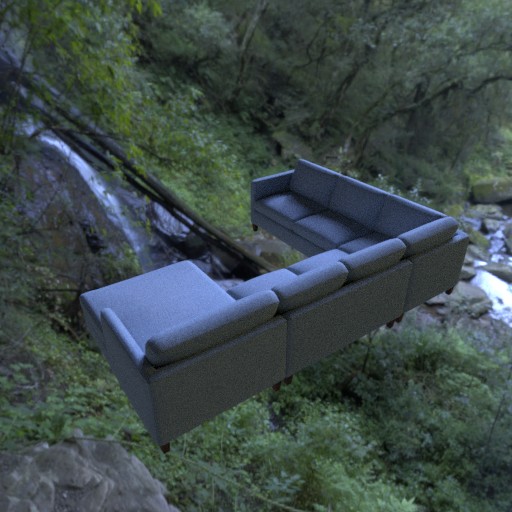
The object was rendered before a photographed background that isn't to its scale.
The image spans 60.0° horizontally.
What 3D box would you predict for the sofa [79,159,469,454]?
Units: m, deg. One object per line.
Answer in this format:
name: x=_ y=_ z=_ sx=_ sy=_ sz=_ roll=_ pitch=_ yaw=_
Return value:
sofa: x=0.000 y=0.000 z=4.491 sx=3.403 sy=0.889 sz=2.551 roll=-19 pitch=35 yaw=-30
